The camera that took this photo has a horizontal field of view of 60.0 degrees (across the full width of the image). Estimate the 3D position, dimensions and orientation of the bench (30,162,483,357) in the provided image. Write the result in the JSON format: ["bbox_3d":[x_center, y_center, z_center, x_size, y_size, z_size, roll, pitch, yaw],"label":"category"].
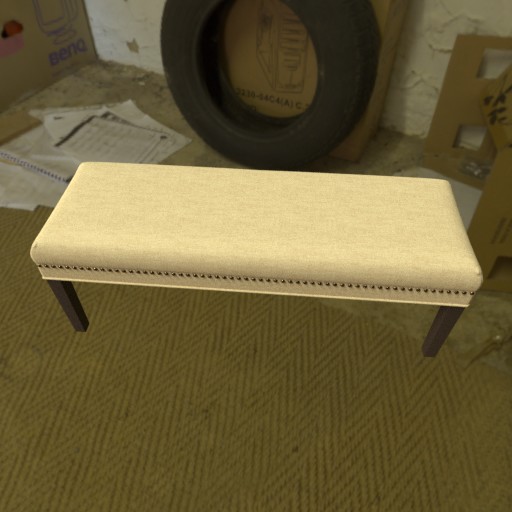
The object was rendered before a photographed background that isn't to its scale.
[{"bbox_3d":[0.000,0.000,1.441,1.219,0.457,0.410,3,47,3],"label":"bench"}]
